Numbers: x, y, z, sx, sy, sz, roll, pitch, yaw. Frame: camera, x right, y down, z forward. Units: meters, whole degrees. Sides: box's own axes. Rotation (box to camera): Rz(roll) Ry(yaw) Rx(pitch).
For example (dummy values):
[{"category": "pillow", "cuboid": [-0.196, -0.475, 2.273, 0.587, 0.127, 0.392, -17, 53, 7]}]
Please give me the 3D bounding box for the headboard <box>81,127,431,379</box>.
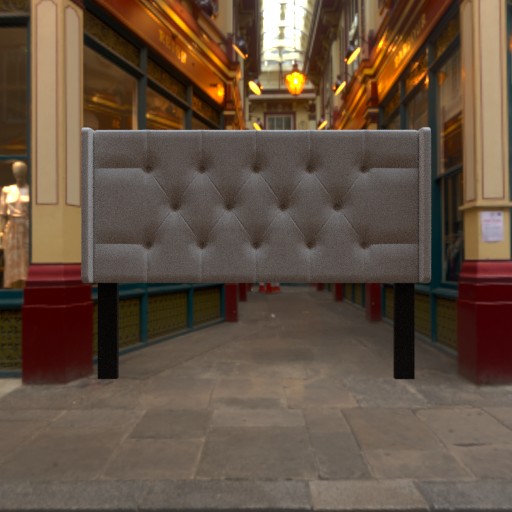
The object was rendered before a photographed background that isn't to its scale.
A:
[{"category": "headboard", "cuboid": [0.000, 0.000, 2.684, 2.051, 1.524, 0.184, 0, 0, 0]}]
